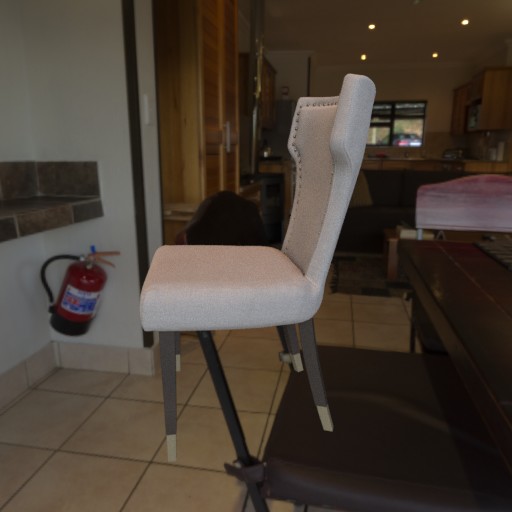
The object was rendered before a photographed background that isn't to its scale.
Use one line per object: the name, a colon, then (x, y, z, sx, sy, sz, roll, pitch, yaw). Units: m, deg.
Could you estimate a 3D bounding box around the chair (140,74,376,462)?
chair: (0.000, 0.000, 1.313, 0.630, 0.950, 0.526, -2, 13, -8)
